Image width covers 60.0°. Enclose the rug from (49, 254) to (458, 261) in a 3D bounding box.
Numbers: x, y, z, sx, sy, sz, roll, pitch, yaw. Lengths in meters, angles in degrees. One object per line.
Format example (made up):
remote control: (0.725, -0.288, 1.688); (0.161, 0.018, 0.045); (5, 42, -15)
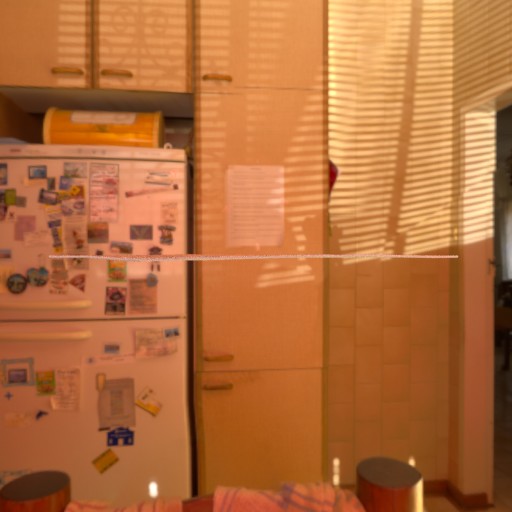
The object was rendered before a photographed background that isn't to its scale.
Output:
rug: (0.000, 0.000, 3.065); (2.338, 0.030, 1.616); (0, 0, -36)
